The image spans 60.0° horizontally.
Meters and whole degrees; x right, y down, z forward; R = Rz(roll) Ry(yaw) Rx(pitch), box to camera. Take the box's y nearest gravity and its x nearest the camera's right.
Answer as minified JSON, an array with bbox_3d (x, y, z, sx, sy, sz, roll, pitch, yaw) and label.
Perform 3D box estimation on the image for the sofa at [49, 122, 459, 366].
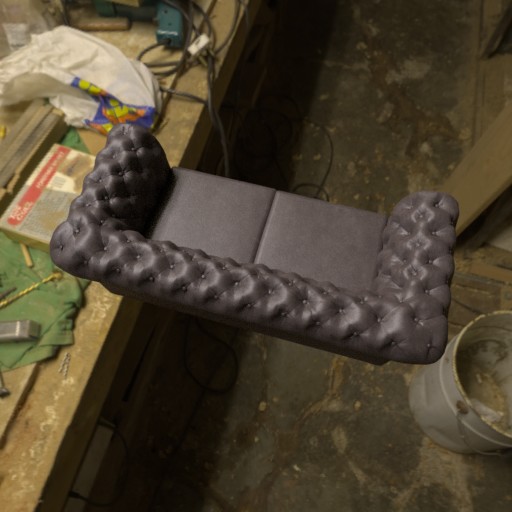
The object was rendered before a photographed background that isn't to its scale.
[{"bbox_3d":[0.000,0.000,2.575,2.048,0.779,0.944,14,64,7],"label":"sofa"}]
